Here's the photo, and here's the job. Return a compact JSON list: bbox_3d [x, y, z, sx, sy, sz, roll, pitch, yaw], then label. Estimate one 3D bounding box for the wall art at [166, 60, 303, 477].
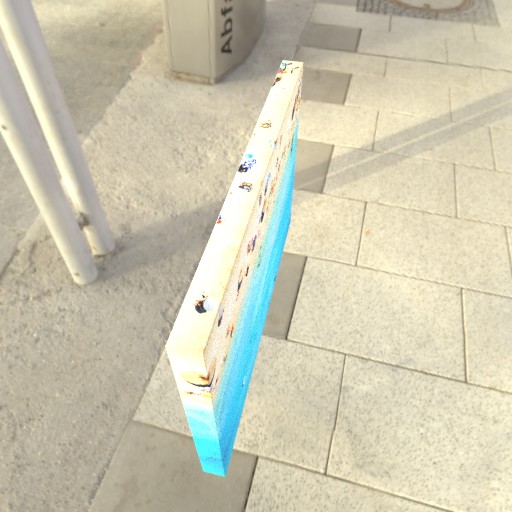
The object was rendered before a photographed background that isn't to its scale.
[{"bbox_3d":[0.000,0.000,1.127,0.057,0.595,0.894,10,49,8],"label":"wall art"}]
